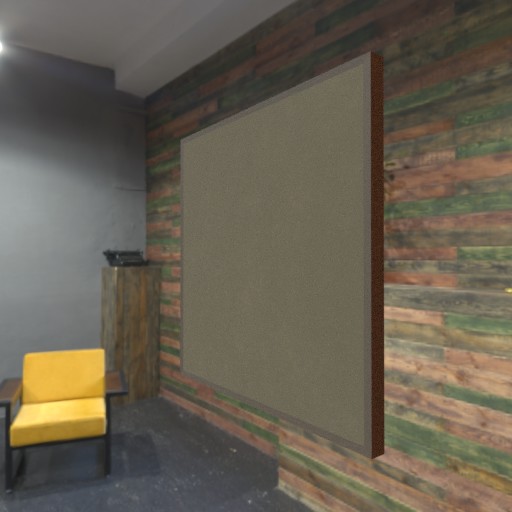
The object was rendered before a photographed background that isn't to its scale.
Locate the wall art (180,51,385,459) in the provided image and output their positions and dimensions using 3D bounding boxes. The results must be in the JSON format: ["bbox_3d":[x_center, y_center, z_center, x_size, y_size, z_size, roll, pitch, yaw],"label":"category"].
[{"bbox_3d":[0.000,0.000,1.139,0.038,0.758,0.761,0,-1,-37],"label":"wall art"}]
